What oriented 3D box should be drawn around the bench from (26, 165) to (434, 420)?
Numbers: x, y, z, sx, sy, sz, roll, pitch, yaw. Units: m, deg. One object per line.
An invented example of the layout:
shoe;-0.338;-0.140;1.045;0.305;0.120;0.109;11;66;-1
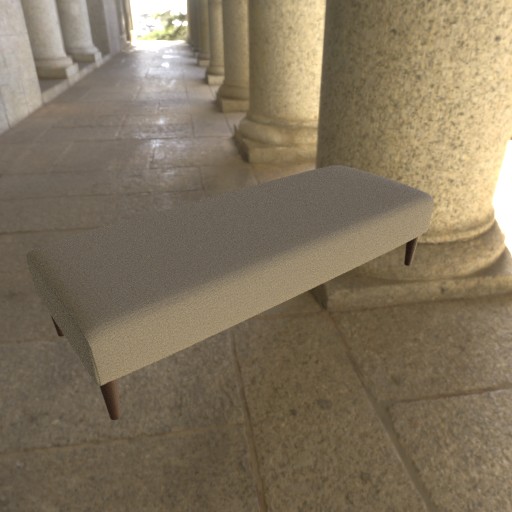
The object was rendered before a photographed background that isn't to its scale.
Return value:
bench;0.000;0.000;1.861;1.609;0.393;0.646;-21;35;-33
